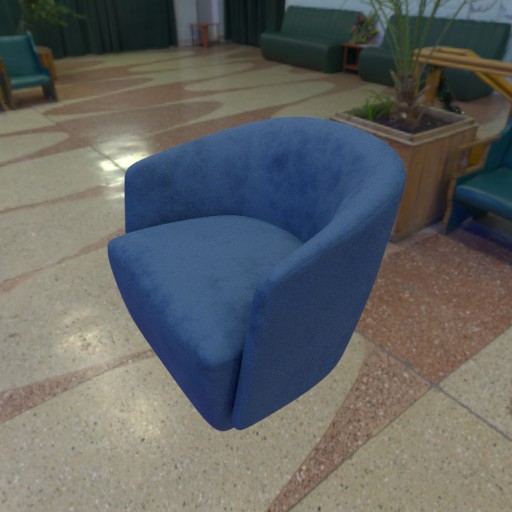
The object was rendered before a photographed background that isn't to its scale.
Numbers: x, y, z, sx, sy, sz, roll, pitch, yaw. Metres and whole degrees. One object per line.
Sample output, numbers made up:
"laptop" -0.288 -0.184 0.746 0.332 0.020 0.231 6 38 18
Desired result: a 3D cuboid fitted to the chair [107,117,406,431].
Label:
"chair" 0.000 0.000 1.382 0.767 0.698 0.773 -21 38 -29
